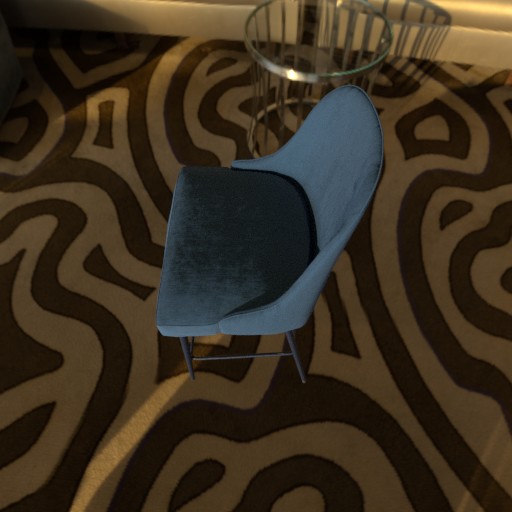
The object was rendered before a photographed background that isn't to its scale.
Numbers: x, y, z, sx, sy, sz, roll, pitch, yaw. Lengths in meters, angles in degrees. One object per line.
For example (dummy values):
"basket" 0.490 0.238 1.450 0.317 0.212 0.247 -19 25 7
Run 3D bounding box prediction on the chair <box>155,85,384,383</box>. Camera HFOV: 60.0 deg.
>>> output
"chair" 0.000 0.000 1.248 0.489 0.927 0.526 1 58 1
